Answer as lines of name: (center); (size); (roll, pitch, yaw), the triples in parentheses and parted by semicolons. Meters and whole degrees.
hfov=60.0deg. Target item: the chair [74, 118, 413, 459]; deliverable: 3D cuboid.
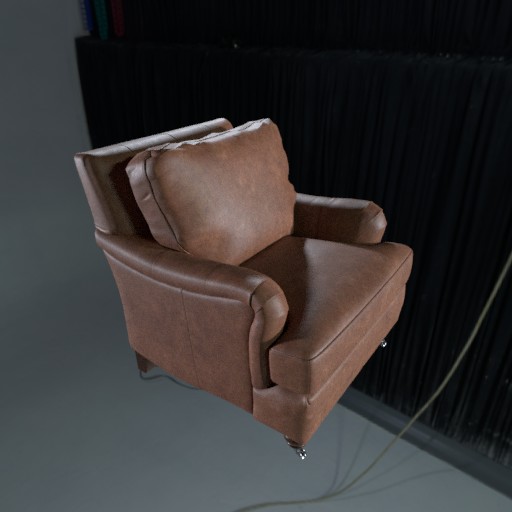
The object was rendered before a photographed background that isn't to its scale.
chair: (0.000, 0.000, 1.966); (1.158, 1.055, 0.986); (19, 33, 31)
